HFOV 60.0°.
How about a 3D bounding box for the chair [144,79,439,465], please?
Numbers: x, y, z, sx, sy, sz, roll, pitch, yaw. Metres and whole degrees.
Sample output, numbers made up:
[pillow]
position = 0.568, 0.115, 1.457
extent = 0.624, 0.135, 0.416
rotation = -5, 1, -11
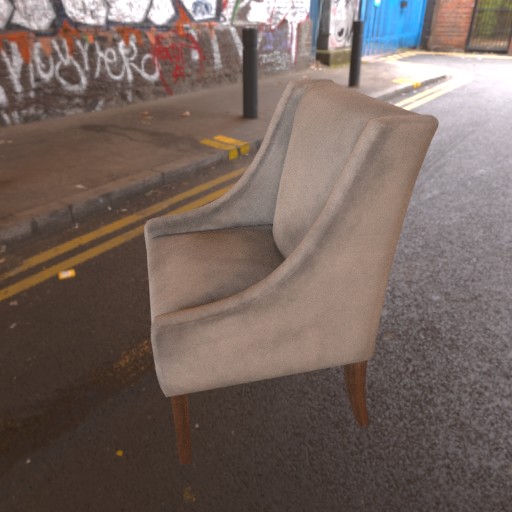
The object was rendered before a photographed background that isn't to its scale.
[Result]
[chair]
position = 0.000, 0.000, 1.297
extent = 0.629, 0.895, 0.629
rotation = -7, 30, -12
